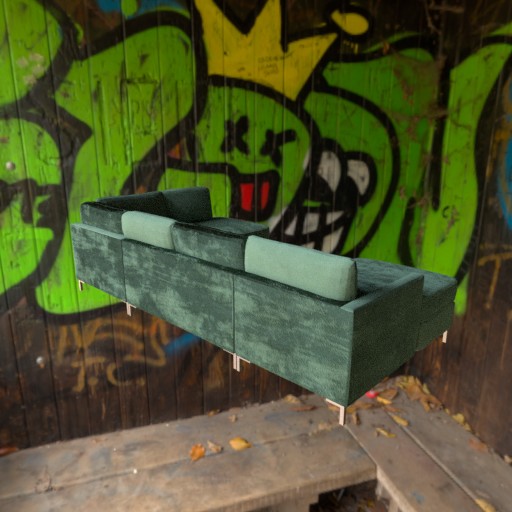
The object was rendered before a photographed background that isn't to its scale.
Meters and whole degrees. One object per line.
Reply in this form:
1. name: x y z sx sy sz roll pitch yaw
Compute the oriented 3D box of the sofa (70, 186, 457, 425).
1. sofa: 0.000 0.000 4.249 3.434 0.992 2.055 14 21 42
